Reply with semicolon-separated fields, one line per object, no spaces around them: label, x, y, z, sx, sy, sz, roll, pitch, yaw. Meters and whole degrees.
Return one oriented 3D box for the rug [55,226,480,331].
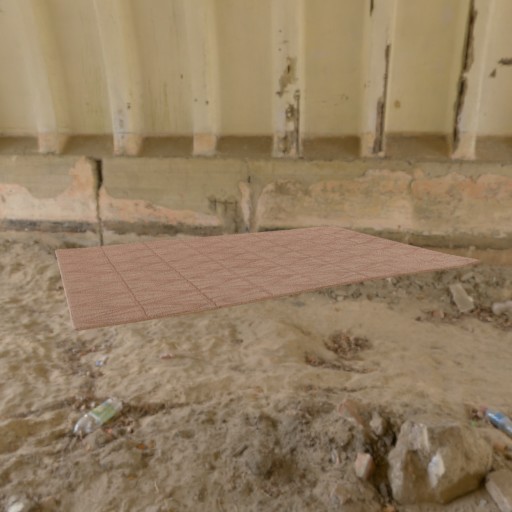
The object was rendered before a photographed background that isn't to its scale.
rug;0.000;0.000;2.273;1.837;0.025;1.230;-7;15;-25
